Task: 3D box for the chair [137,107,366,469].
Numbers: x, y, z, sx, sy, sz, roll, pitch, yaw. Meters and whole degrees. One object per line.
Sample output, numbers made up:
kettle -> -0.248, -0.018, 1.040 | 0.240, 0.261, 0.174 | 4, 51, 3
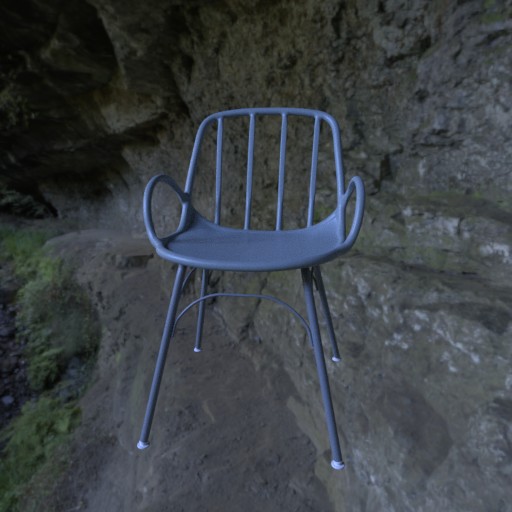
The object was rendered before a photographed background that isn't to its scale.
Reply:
chair -> 0.000, 0.000, 1.207 | 0.549, 0.816, 0.597 | 2, 14, 8
